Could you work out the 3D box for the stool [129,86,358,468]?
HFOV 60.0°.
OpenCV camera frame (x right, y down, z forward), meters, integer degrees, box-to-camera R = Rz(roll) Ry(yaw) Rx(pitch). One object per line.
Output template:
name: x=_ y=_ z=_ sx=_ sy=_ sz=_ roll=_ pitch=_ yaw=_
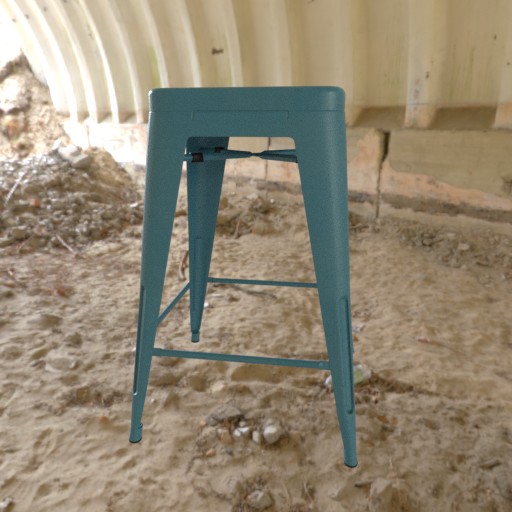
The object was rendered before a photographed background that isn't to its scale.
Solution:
stool: x=0.000 y=0.000 z=0.879 sx=0.410 sy=0.608 sz=0.410 roll=3 pitch=17 yaw=8
